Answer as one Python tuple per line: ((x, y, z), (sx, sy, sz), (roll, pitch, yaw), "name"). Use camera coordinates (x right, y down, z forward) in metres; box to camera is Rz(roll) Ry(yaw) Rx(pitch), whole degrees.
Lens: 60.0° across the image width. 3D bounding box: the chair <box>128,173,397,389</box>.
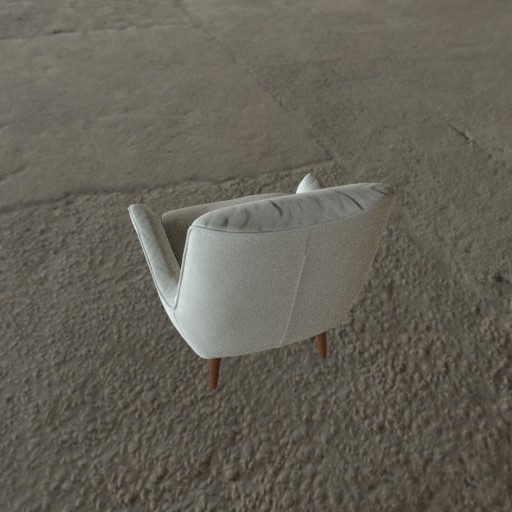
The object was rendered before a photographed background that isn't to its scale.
((0.000, 0.000, 1.533), (0.787, 0.888, 0.822), (-12, 42, -13), "chair")
